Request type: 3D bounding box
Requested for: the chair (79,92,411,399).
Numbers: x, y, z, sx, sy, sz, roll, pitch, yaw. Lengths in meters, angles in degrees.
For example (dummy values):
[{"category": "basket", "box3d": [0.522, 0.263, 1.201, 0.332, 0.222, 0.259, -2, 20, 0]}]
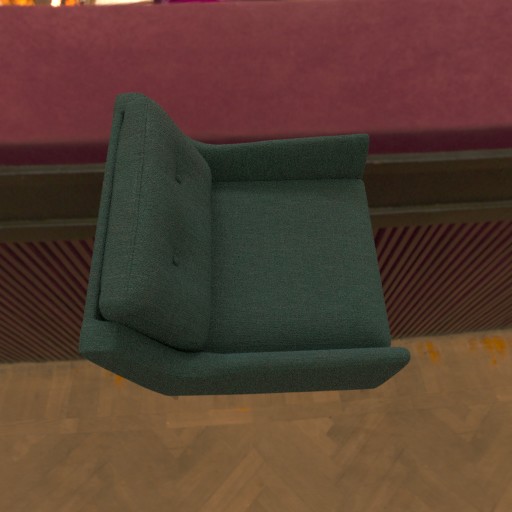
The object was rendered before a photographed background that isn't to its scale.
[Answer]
[{"category": "chair", "box3d": [0.000, 0.000, 1.502, 0.849, 0.828, 0.847, -2, 64, -1]}]
